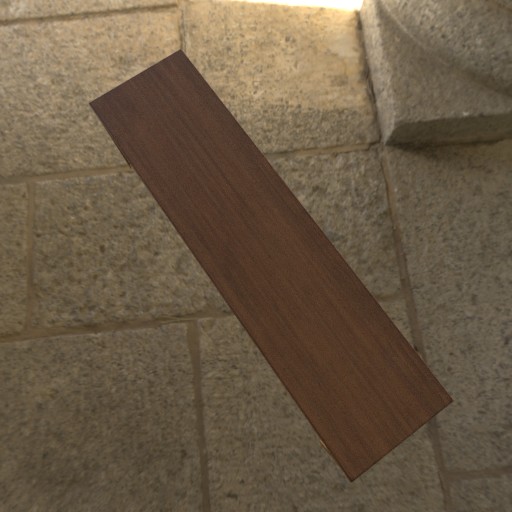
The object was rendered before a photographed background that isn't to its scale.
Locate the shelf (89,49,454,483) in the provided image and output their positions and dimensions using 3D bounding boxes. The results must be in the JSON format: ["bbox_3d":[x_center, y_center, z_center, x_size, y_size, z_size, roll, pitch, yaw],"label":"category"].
[{"bbox_3d":[0.000,0.000,0.703,0.166,0.190,0.636,-34,79,-8],"label":"shelf"}]
